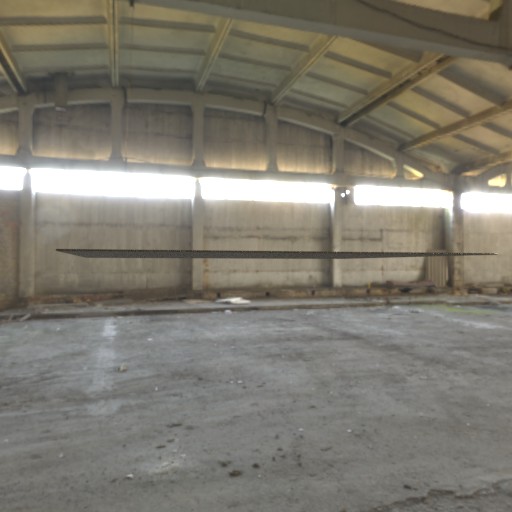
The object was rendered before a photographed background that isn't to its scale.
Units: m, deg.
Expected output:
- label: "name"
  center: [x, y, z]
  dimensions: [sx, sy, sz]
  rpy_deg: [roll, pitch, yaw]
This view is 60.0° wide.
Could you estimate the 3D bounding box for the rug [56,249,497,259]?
- label: "rug"
  center: [0.000, 0.000, 4.036]
  dimensions: [3.057, 0.013, 2.434]
  rpy_deg: [0, -1, -17]
